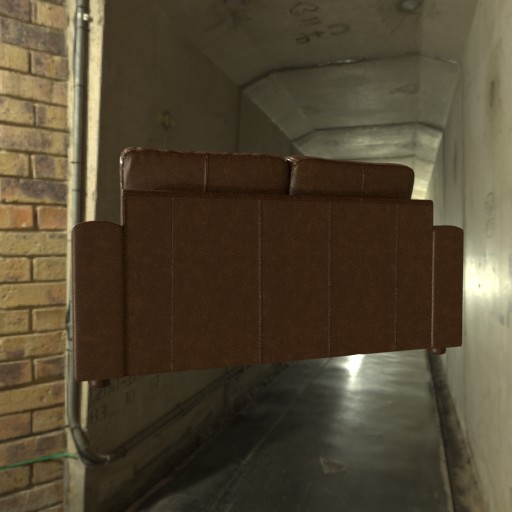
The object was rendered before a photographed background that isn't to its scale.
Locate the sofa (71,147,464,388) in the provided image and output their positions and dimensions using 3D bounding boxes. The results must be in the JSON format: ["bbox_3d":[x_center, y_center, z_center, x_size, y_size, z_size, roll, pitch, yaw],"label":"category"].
[{"bbox_3d":[0.000,0.000,2.187,1.616,0.873,1.016,-1,2,-18],"label":"sofa"}]
